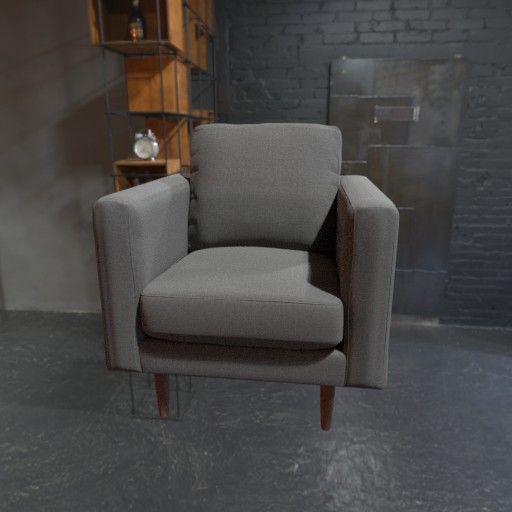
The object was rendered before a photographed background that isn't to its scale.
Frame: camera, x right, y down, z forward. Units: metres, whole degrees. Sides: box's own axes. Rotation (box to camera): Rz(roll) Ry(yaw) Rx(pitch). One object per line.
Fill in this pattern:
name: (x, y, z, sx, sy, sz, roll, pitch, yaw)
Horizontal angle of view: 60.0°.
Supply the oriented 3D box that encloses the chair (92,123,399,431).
chair: (0.000, 0.000, 1.593, 0.854, 0.927, 0.800, 2, 16, 7)
